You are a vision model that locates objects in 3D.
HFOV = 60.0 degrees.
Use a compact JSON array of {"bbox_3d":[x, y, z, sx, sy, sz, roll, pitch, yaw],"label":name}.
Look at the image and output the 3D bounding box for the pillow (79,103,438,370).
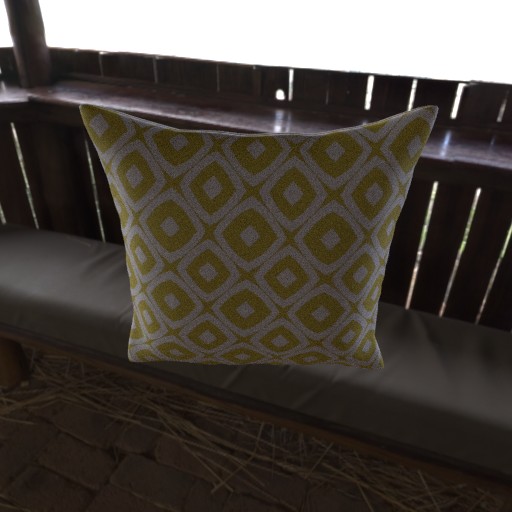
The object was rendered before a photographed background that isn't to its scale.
[{"bbox_3d":[0.000,0.000,0.746,0.504,0.494,0.188,1,31,2],"label":"pillow"}]
